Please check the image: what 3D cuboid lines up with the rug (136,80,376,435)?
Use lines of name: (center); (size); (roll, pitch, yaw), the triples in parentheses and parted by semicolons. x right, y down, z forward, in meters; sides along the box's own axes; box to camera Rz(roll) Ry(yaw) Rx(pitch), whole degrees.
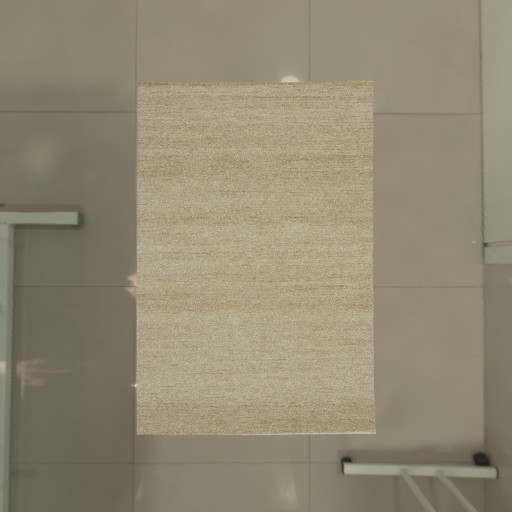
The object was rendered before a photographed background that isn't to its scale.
rug: (0.000, 0.000, 2.923); (1.574, 0.029, 2.346); (0, 89, -1)
